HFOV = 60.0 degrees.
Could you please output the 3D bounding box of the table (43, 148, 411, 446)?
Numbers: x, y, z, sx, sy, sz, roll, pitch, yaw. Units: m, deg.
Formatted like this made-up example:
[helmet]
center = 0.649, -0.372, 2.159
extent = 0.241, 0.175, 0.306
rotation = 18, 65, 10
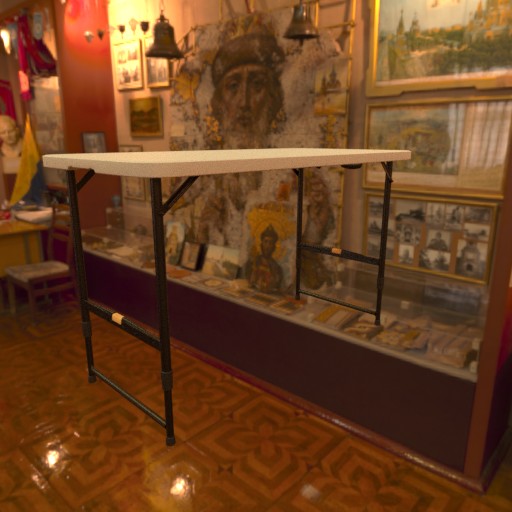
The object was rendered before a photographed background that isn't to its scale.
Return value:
[table]
center = 0.000, 0.000, 1.615
extent = 0.611, 0.737, 1.245
rotation = 14, 20, 42
